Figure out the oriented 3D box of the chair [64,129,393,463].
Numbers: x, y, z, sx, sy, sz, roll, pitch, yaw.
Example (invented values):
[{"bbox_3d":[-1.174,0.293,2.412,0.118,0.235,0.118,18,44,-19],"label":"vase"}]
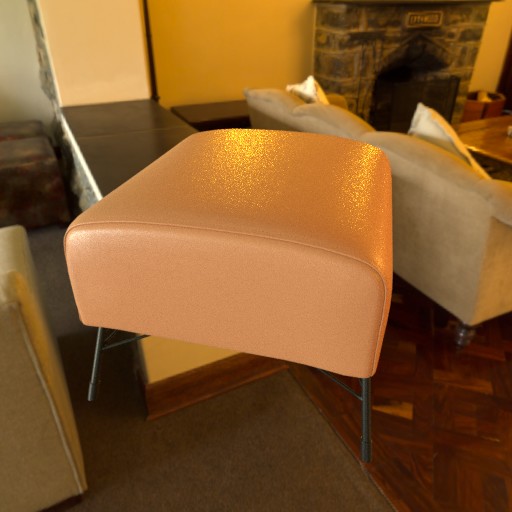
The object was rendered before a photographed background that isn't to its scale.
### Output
[{"bbox_3d":[0.000,0.000,0.900,0.530,0.410,0.530,8,32,12],"label":"chair"}]
